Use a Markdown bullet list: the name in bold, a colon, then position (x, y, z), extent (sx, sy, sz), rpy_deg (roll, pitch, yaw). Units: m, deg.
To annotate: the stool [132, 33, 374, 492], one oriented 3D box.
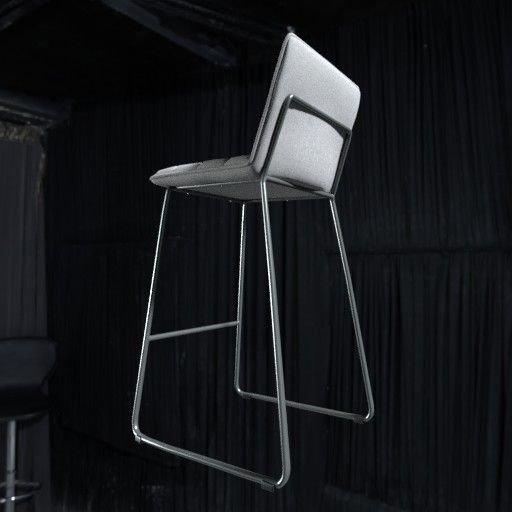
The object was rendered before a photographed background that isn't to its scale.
- **stool**: position (0.000, 0.000, 1.221), extent (0.490, 0.960, 0.490), rpy_deg (-1, -1, 36)
